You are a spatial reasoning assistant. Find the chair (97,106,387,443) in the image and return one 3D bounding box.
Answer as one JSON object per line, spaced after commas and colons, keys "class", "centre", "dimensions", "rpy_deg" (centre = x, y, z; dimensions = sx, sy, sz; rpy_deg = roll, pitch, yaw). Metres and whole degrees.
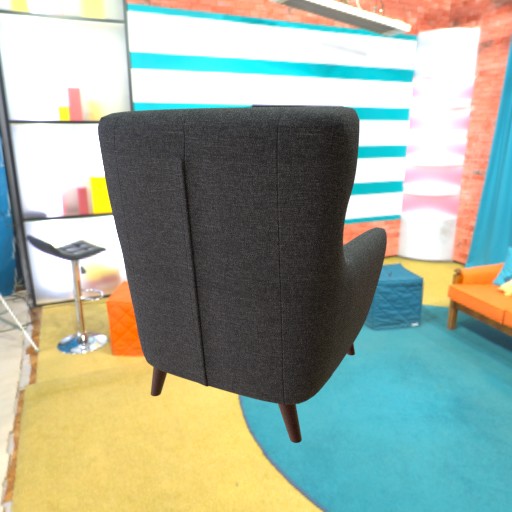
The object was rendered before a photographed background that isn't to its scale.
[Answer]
{"class": "chair", "centre": [0.000, 0.000, 1.729], "dimensions": [0.878, 1.063, 0.904], "rpy_deg": [8, 17, 26]}
